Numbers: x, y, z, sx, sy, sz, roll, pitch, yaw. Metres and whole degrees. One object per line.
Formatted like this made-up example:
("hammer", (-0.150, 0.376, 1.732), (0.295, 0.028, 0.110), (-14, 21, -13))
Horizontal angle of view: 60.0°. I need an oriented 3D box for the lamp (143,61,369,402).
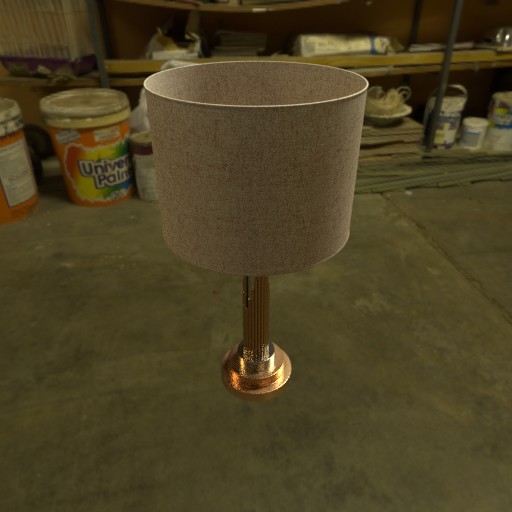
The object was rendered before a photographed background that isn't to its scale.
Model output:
("lamp", (0.000, 0.000, 0.809), (0.321, 0.610, 0.321), (21, 38, 29))
